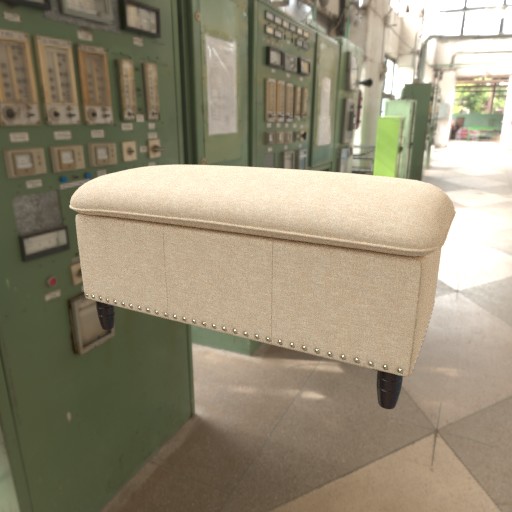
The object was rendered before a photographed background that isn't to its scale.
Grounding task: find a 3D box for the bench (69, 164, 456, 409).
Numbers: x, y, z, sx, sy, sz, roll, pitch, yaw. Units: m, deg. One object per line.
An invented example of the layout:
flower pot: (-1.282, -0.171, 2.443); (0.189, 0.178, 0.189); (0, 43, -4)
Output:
bench: (0.000, 0.000, 1.258); (0.991, 0.483, 0.483); (9, 20, 26)
